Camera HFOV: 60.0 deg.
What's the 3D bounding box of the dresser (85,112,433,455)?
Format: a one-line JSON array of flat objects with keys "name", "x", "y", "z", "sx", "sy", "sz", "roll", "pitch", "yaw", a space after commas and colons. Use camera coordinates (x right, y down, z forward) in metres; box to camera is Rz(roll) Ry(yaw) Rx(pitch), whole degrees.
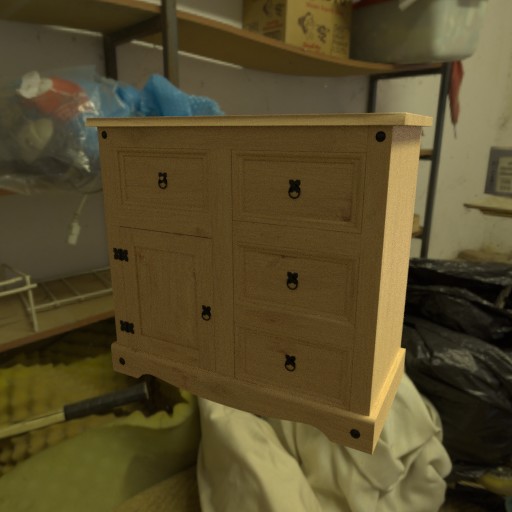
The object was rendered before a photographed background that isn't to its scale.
[{"name": "dresser", "x": 0.000, "y": 0.000, "z": 1.402, "sx": 0.915, "sy": 0.835, "sz": 0.440, "roll": 8, "pitch": 18, "yaw": 27}]
